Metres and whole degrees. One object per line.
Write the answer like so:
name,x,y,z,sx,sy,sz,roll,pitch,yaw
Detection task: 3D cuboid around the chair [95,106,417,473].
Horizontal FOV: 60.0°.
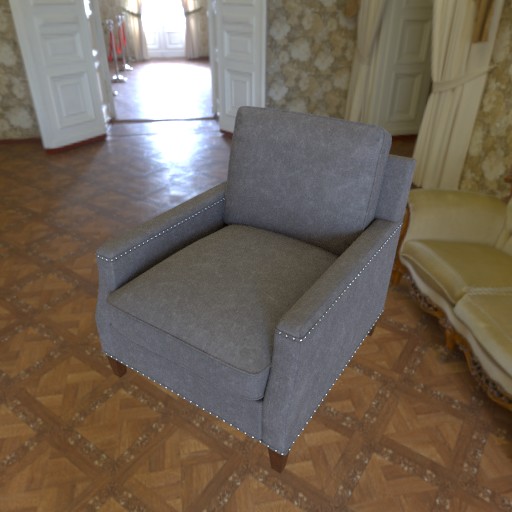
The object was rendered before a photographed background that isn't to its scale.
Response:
chair,0.000,0.000,1.729,0.853,0.948,1.014,19,35,28
